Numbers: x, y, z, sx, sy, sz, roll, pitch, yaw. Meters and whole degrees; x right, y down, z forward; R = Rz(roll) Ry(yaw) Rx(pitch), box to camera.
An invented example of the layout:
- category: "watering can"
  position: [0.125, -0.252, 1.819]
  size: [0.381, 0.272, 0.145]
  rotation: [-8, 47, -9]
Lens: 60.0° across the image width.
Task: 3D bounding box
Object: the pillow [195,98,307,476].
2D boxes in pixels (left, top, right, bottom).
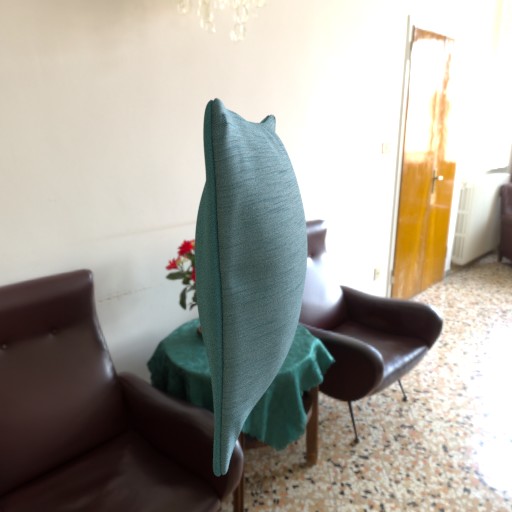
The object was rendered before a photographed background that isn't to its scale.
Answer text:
- category: "pillow"
  position: [0.000, 0.000, 0.657]
  size: [0.151, 0.415, 0.433]
  rotation: [2, 16, 9]
